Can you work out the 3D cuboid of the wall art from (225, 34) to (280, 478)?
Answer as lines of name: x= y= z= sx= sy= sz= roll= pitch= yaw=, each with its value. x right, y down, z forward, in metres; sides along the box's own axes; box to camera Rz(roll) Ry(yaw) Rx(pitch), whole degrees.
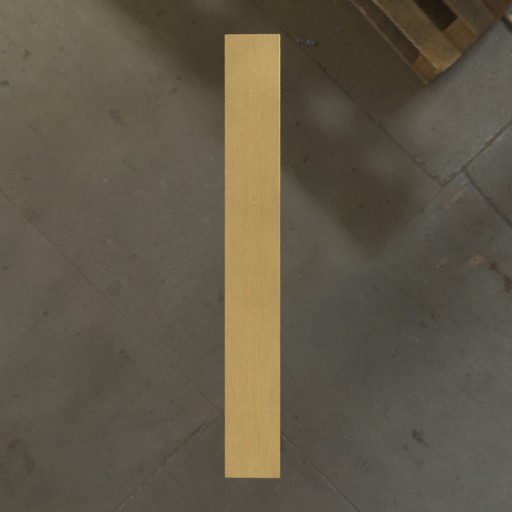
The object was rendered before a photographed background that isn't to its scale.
wall art: x=0.000 y=0.000 z=0.456 sx=0.038 sy=0.305 sz=0.305 roll=0 pitch=90 yaw=1
